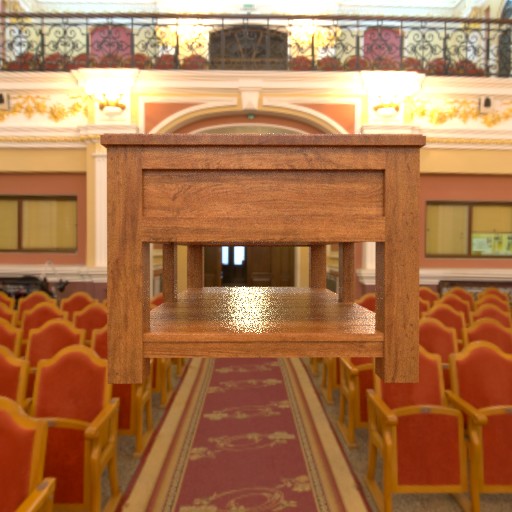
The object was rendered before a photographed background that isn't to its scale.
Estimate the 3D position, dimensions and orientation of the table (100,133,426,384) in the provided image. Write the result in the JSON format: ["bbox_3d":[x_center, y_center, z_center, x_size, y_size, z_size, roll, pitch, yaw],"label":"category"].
[{"bbox_3d":[0.000,0.000,1.418,0.635,0.480,1.150,0,1,-1],"label":"table"}]
